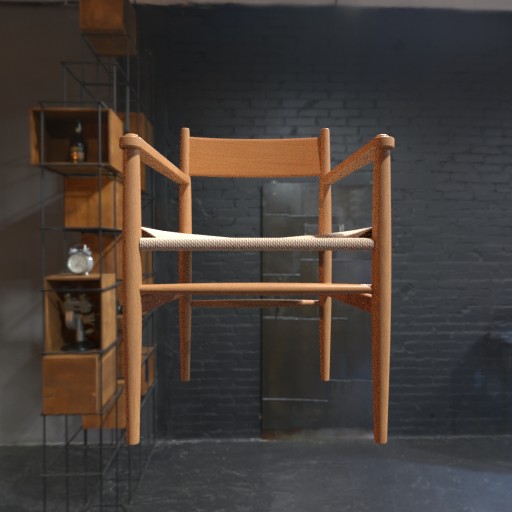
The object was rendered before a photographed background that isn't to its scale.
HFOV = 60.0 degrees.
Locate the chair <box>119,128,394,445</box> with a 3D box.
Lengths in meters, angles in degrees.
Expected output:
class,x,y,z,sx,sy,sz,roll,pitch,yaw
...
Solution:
class,x,y,z,sx,sy,sz,roll,pitch,yaw
chair,0.000,0.000,1.128,0.556,0.762,0.495,0,1,-1
